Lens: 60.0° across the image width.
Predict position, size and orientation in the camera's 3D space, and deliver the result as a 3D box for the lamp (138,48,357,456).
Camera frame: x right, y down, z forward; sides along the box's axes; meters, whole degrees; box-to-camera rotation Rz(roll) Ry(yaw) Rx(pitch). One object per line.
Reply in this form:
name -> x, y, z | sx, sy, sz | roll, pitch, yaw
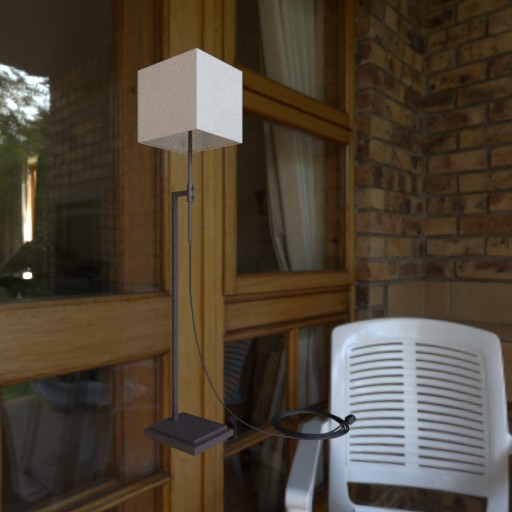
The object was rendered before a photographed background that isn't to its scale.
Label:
lamp -> 0.000, 0.000, 2.018 | 0.698, 1.600, 0.774 | 0, 0, 37
